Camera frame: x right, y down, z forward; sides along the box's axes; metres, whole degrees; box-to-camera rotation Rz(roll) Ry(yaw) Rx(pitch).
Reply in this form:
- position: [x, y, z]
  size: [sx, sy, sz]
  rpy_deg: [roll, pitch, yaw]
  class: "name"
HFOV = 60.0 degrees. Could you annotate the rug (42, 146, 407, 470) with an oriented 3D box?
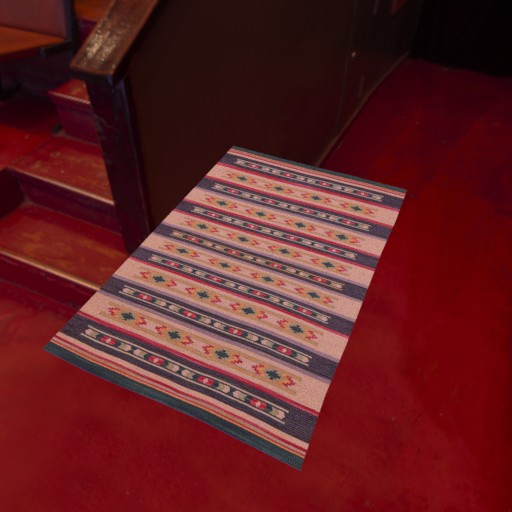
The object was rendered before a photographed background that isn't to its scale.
- position: [0.000, 0.000, 2.944]
  size: [1.522, 0.010, 2.311]
  rpy_deg: [18, 48, 17]
  class: "rug"
